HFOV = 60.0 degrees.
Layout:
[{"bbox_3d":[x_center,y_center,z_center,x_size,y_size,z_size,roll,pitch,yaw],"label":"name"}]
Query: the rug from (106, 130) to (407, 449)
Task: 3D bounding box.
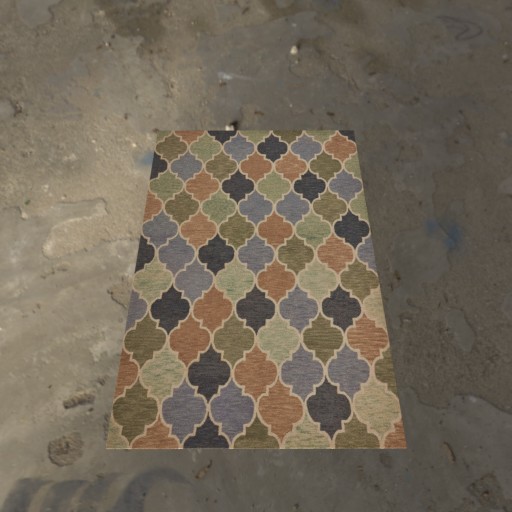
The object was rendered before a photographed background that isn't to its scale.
[{"bbox_3d":[0.000,0.000,2.272,1.216,0.006,1.828,0,58,0],"label":"rug"}]
